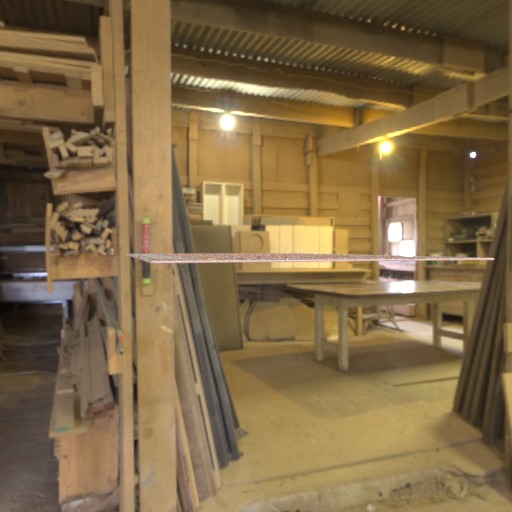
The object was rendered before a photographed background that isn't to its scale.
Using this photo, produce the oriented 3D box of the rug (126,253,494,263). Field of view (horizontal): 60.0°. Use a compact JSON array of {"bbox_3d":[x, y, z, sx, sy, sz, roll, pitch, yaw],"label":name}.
[{"bbox_3d":[0.000,0.000,2.277,1.219,0.009,1.829,0,1,-18],"label":"rug"}]
